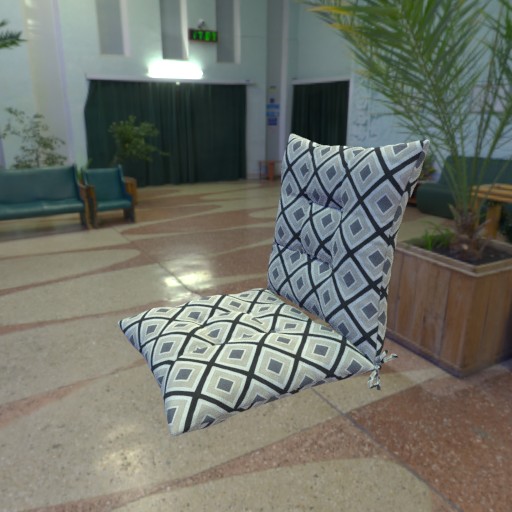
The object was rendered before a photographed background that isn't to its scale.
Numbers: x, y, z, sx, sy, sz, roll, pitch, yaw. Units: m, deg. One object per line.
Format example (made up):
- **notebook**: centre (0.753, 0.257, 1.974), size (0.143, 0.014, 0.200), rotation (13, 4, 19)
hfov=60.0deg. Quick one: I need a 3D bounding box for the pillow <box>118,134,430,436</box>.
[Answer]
- **pillow**: centre (0.000, 0.000, 1.037), size (0.585, 0.536, 0.541), rotation (-9, 19, -26)
